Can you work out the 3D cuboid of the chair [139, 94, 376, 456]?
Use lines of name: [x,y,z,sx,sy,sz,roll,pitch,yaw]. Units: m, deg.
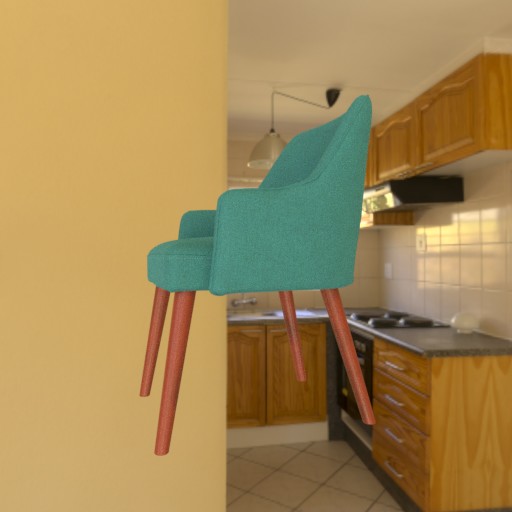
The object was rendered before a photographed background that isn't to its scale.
chair: [0.000,0.000,1.246,0.605,0.849,0.548,0,0,-19]
